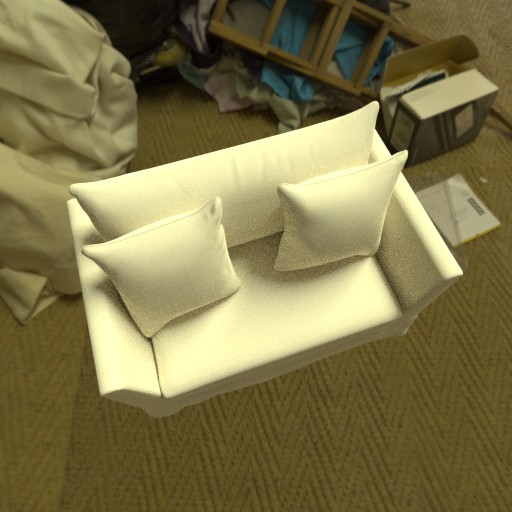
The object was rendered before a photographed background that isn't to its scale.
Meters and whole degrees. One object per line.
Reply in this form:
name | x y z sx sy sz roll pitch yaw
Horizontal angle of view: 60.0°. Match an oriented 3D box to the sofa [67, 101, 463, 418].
sofa | 0.000 0.000 2.221 1.608 1.039 1.026 -17 64 -9
